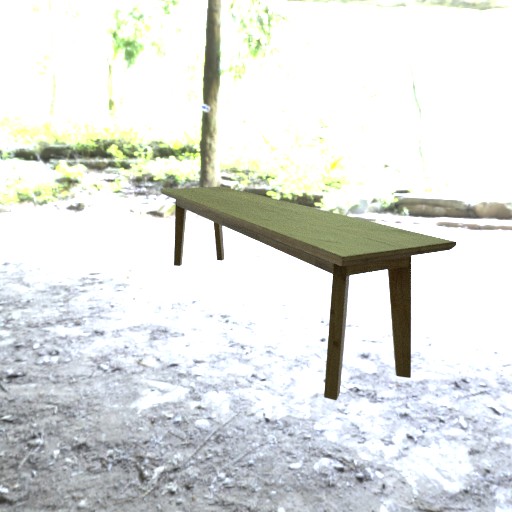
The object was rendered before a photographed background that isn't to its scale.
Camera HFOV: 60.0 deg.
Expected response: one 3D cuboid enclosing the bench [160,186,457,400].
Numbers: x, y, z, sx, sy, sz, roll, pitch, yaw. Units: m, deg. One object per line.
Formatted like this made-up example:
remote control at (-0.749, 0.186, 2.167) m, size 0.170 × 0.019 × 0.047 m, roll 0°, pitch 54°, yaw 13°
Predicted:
bench at (0.000, 0.000, 1.904) m, size 0.378 × 0.431 × 1.698 m, roll -7°, pitch 16°, yaw -25°
